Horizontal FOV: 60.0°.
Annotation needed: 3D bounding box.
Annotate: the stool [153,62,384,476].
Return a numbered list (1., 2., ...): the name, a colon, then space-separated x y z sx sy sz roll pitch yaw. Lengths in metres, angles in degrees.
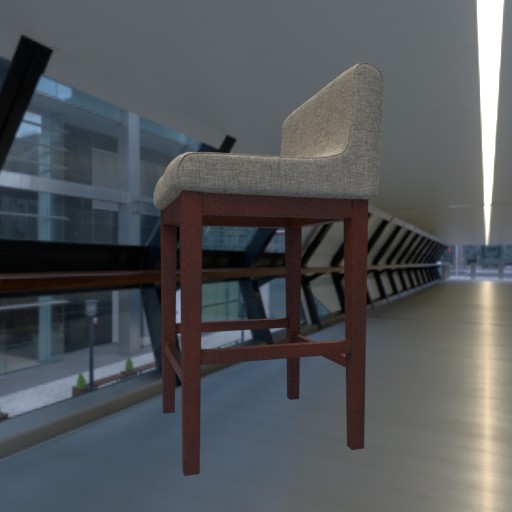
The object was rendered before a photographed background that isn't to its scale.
1. stool: 0.000 0.000 1.079 0.459 0.835 0.417 0 0 -18
